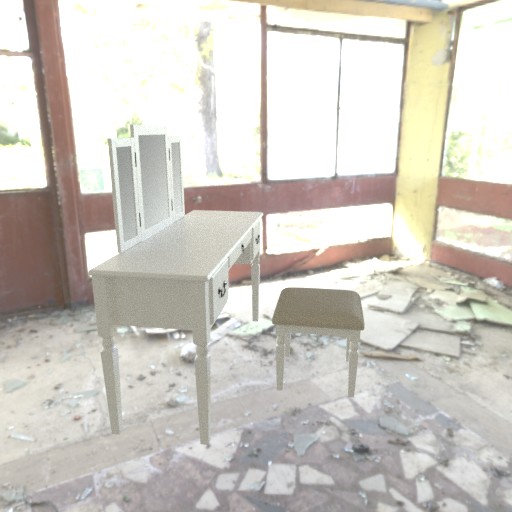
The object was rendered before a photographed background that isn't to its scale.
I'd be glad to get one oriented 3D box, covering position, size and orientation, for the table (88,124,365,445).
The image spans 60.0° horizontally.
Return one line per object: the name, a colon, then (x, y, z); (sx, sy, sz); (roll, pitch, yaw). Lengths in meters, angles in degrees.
table: (0.000, 0.000, 2.308); (1.115, 1.310, 1.369); (3, 16, 9)
